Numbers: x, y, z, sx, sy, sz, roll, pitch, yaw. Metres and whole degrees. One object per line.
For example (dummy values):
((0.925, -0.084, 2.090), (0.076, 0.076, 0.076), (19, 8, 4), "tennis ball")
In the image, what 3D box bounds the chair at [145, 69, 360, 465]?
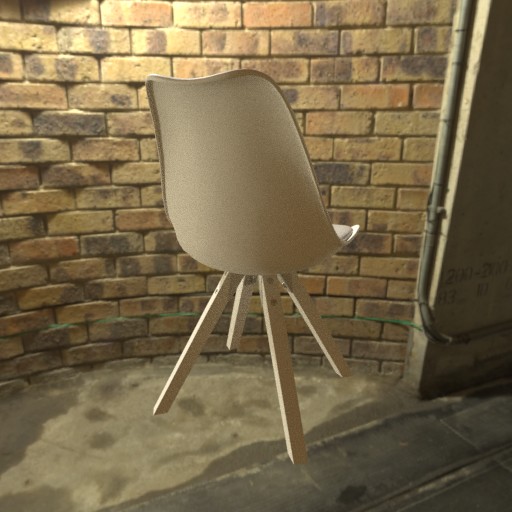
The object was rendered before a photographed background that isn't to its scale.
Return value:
((0.000, 0.000, 1.158), (0.485, 0.850, 0.550), (8, 19, 25), "chair")
